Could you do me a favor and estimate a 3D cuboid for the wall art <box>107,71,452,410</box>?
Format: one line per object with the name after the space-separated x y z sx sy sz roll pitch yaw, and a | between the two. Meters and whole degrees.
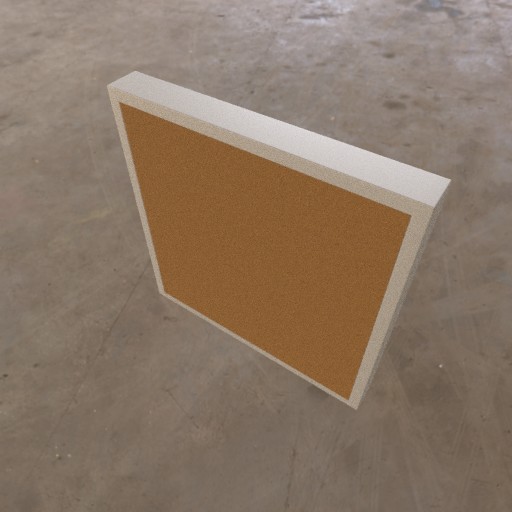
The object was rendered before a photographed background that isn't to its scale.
0.000 0.000 0.468 0.305 0.305 0.037 26 52 23 | wall art
